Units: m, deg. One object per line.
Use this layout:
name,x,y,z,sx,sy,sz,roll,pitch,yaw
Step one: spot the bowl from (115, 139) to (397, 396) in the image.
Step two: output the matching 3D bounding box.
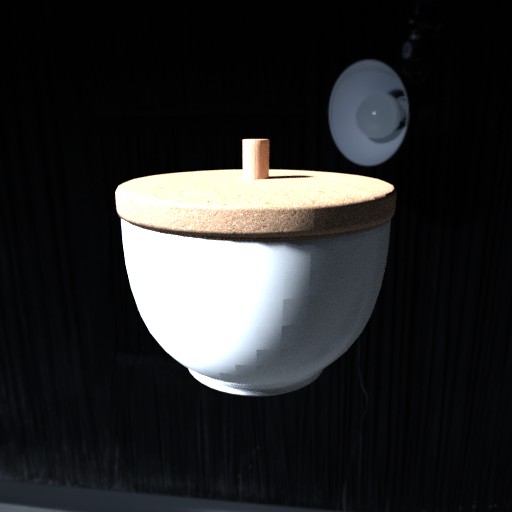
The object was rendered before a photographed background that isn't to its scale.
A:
bowl,0.000,0.000,0.217,0.126,0.110,0.126,0,16,0
